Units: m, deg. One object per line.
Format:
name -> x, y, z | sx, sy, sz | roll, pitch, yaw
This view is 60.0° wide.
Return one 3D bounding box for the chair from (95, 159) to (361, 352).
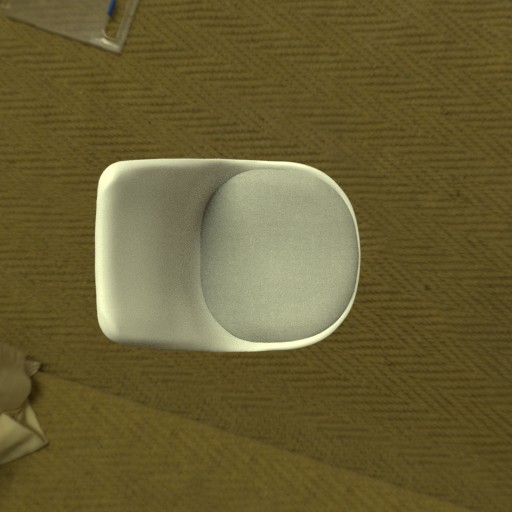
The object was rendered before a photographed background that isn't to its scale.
chair -> 0.000, 0.000, 1.176 | 0.550, 0.850, 0.485 | 0, 89, 1
